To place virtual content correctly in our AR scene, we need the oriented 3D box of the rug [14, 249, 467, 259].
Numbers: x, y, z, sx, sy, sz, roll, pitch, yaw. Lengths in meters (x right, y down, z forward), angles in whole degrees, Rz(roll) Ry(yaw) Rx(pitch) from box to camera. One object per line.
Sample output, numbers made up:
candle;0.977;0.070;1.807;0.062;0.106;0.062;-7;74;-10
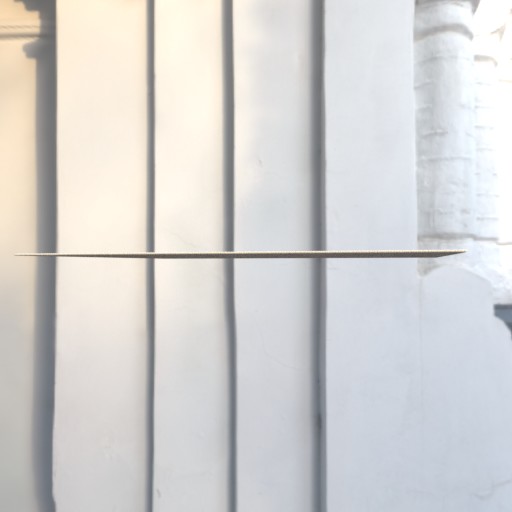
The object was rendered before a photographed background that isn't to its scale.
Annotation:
rug;0.000;0.000;2.683;2.142;0.010;1.533;0;-1;18
